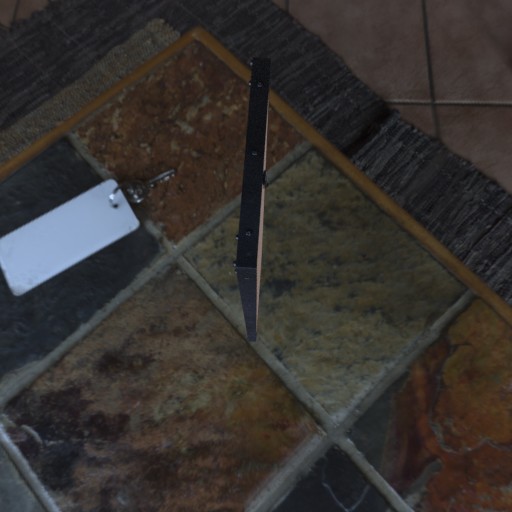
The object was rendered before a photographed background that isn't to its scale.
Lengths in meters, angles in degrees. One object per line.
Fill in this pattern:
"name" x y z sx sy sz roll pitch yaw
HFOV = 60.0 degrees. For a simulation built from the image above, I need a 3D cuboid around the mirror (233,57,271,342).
"mirror" 0.000 0.000 1.177 0.042 1.080 0.354 4 74 1
